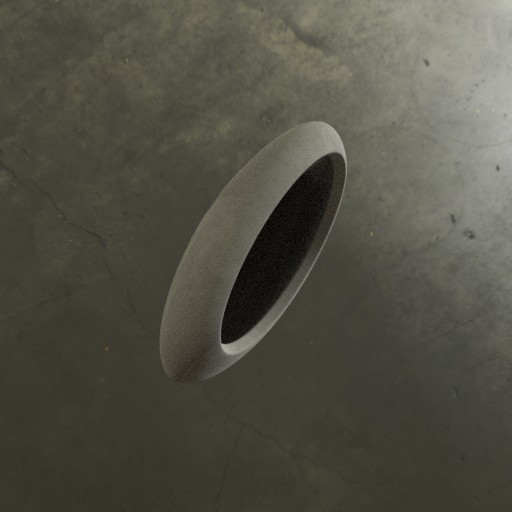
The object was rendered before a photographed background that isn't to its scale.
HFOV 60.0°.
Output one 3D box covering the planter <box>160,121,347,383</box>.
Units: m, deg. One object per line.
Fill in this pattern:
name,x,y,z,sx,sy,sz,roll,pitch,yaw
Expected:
planter,0.000,0.000,0.290,0.071,0.188,0.185,31,78,7
